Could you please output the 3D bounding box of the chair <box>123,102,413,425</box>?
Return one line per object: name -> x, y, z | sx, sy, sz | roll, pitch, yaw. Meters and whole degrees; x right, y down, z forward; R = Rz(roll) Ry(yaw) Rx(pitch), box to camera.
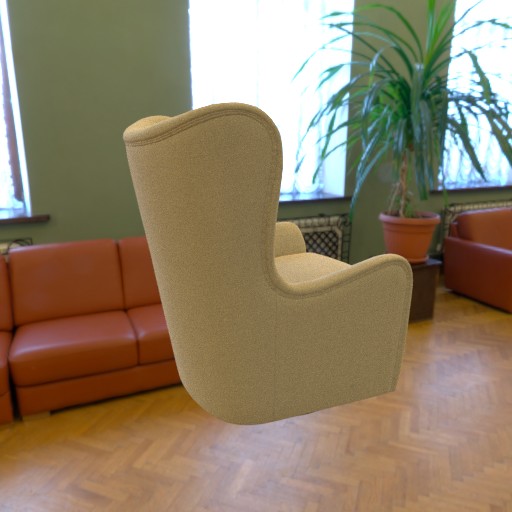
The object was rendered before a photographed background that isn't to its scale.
chair -> 0.000, 0.000, 1.747 | 0.929, 1.079, 0.831 | -7, 16, -25
